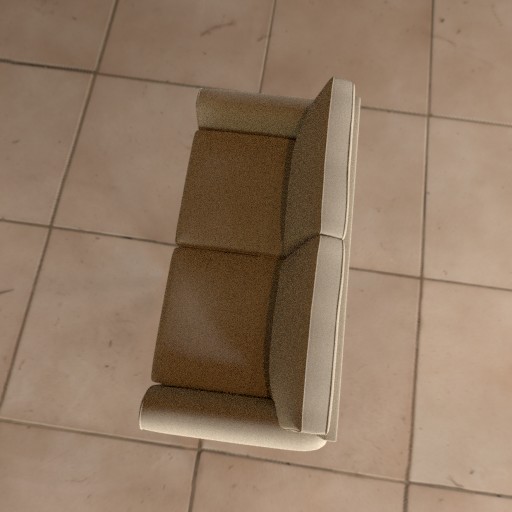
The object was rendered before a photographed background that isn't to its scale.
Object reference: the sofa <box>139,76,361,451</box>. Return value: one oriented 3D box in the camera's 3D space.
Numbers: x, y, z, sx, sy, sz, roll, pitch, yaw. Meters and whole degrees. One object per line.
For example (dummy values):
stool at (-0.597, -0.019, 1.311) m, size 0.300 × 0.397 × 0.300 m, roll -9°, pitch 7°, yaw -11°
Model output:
sofa at (0.000, 0.000, 2.277) m, size 0.861 × 0.933 × 1.774 m, roll 7°, pitch 75°, yaw 2°
